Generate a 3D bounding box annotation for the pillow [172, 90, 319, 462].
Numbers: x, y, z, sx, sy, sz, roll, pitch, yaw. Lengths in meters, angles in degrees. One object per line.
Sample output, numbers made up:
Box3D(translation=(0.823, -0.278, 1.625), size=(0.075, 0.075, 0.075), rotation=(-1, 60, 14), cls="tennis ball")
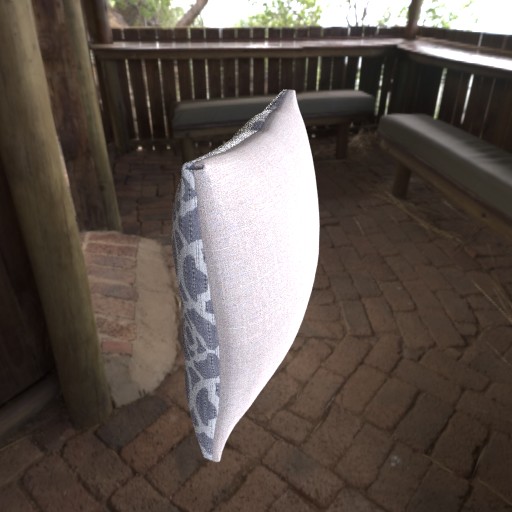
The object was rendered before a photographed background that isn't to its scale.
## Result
Box3D(translation=(0.000, 0.000, 0.798), size=(0.215, 0.498, 0.508), rotation=(8, 30, 13), cls="pillow")
